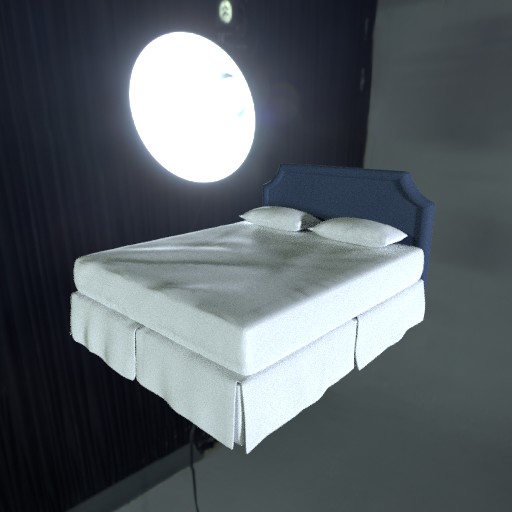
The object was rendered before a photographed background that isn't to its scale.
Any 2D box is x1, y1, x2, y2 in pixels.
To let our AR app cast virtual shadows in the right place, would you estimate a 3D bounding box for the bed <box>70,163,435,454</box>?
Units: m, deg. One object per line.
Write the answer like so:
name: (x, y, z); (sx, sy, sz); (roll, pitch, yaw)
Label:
bed: (0.000, 0.000, 4.171); (2.350, 1.488, 2.773); (15, 22, 41)
